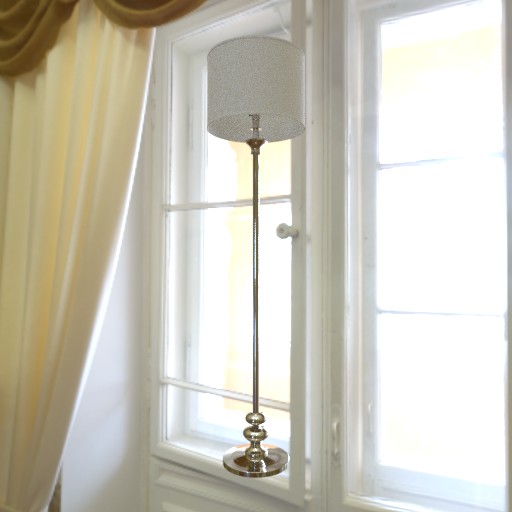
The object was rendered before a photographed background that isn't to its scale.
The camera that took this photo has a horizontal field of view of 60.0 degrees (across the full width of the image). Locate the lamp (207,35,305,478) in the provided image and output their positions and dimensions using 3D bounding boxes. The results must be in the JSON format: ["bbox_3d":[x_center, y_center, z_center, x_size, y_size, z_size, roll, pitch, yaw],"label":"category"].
[{"bbox_3d":[0.000,0.000,1.613,0.356,1.487,0.356,0,-1,-18],"label":"lamp"}]
